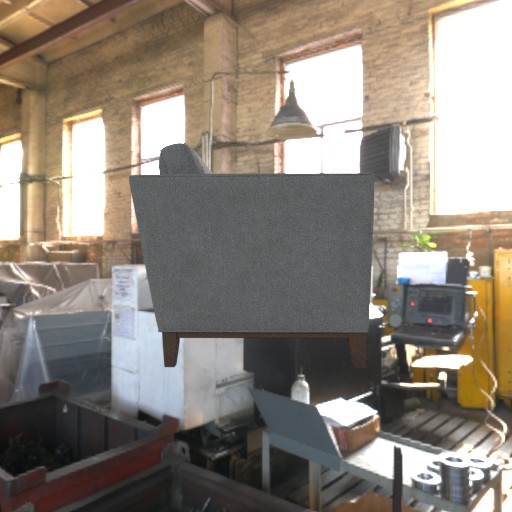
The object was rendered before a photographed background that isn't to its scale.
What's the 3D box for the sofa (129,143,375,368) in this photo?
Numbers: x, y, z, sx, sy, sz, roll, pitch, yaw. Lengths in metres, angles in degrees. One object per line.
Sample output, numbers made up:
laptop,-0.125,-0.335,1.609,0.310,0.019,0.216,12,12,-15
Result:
sofa,0.000,0.000,2.901,0.965,0.940,2.387,0,-1,1
